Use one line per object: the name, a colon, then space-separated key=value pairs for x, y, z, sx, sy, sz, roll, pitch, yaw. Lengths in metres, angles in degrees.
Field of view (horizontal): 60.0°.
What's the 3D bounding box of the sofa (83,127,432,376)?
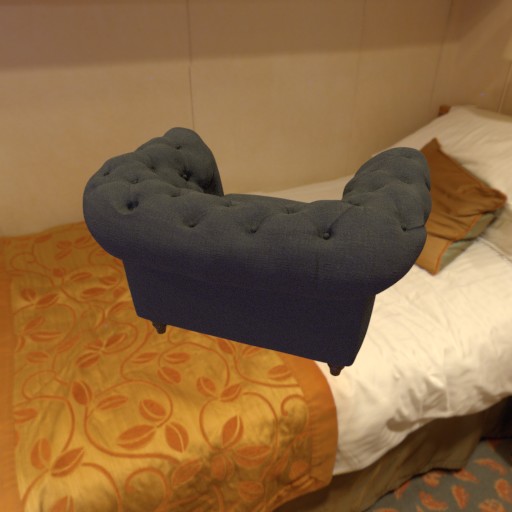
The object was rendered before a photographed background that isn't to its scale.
sofa: x=0.000 y=0.000 z=2.030 sx=1.405 sy=0.878 sz=1.032 roll=10 pitch=33 yaw=16
